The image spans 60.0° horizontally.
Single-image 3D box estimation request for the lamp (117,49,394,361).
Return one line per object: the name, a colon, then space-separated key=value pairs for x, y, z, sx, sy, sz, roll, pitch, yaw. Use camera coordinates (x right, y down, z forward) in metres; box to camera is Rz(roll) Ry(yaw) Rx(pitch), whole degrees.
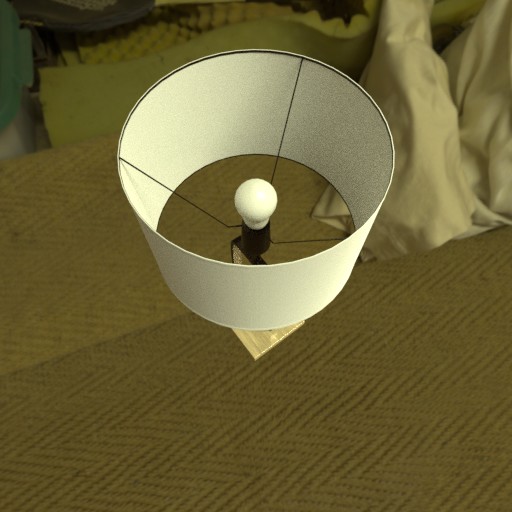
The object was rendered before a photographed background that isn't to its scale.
lamp: x=0.000 y=0.000 z=0.676 sx=0.279 sy=0.508 sz=0.279 roll=-34 pitch=68 yaw=-16
